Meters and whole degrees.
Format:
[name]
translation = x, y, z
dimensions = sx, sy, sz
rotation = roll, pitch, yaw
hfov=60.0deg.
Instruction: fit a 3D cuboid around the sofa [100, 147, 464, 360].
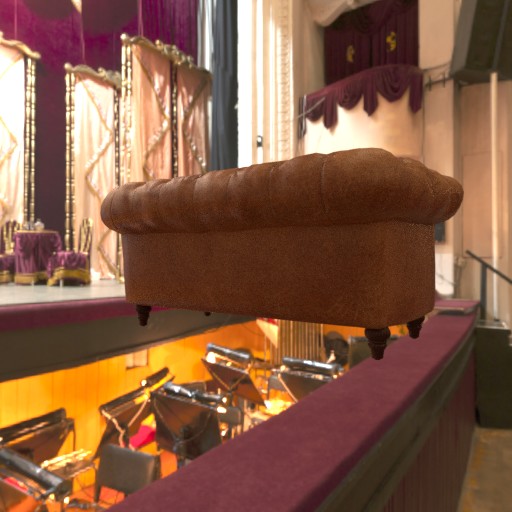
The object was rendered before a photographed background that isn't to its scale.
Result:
[sofa]
translation = 0.000, 0.000, 2.480
dimensions = 1.979, 0.877, 1.042
rotation = 0, 0, 37
